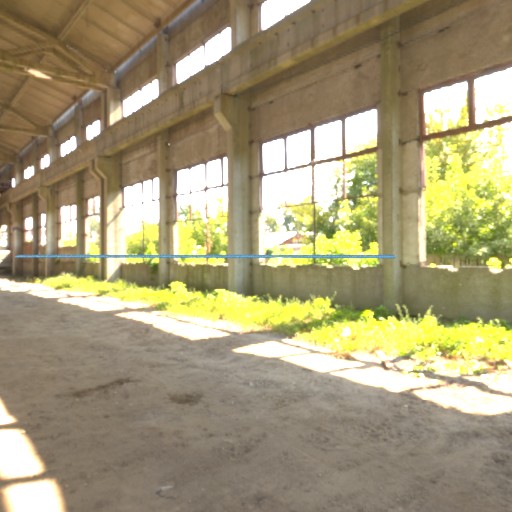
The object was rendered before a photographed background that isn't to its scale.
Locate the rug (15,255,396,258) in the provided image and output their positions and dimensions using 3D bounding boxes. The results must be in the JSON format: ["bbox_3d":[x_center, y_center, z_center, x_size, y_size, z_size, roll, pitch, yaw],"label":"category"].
[{"bbox_3d":[0.000,0.000,3.905,2.350,0.018,2.964,0,0,17],"label":"rug"}]
